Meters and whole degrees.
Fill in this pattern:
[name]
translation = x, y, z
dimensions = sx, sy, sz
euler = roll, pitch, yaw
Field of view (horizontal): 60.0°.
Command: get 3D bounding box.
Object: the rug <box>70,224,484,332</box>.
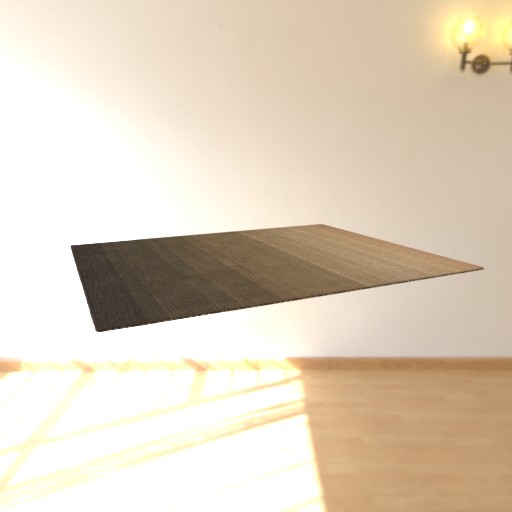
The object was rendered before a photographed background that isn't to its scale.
[rug]
translation = 0.000, 0.000, 3.880
dimensions = 2.902, 0.017, 2.306
euler = -6, 15, -25
